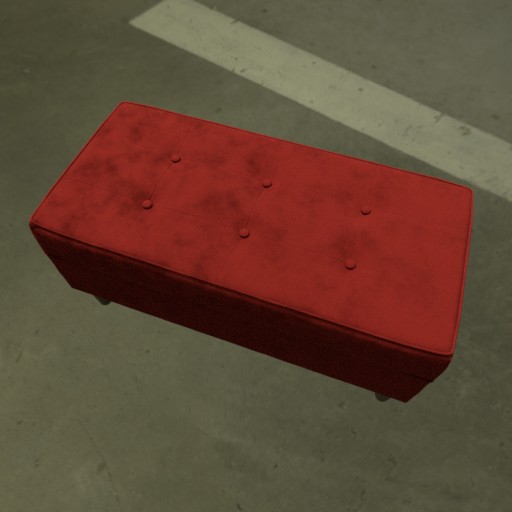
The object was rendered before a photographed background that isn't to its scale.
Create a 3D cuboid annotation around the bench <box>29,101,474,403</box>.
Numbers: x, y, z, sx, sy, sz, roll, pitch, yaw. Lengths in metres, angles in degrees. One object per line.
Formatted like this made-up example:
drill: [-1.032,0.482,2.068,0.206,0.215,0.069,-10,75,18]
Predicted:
bench: [0.000,0.000,1.267,1.016,0.471,0.492,17,60,10]
